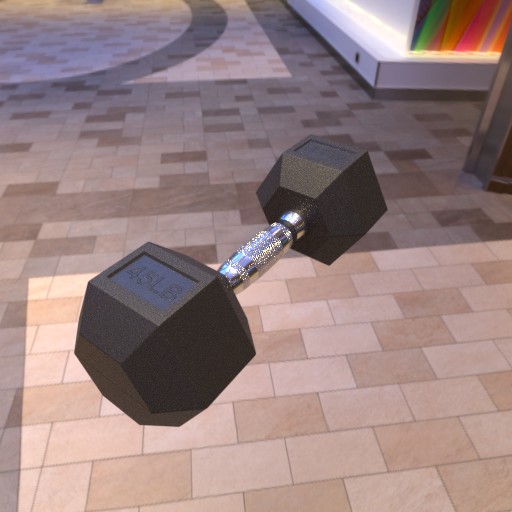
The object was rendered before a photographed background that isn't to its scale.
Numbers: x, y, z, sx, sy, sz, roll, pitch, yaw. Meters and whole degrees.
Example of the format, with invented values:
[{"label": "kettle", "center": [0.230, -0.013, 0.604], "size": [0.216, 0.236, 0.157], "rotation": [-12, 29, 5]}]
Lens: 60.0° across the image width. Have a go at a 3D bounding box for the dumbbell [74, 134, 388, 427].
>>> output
[{"label": "dumbbell", "center": [0.000, 0.000, 0.432], "size": [0.141, 0.123, 0.356], "rotation": [25, 46, 27]}]
